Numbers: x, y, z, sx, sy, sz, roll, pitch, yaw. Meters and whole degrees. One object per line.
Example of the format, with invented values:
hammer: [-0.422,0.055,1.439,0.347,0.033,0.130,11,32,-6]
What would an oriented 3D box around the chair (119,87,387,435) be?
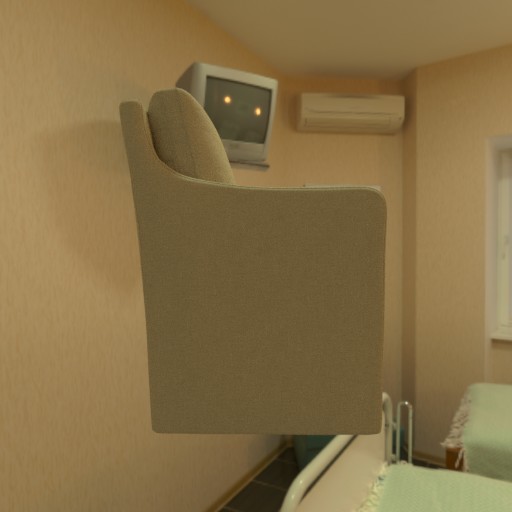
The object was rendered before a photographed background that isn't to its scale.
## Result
chair: [0.000,0.000,1.413,0.694,0.914,0.626,0,1,0]
